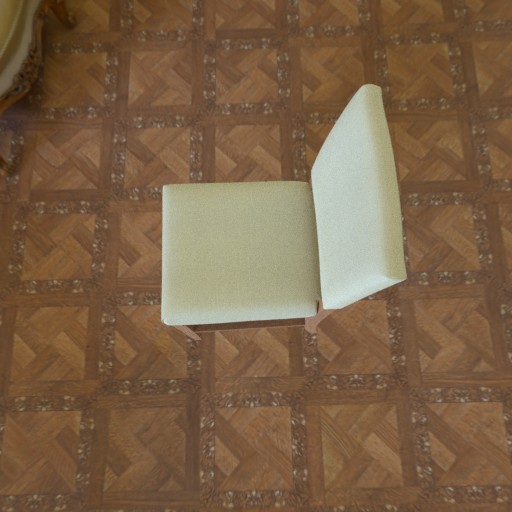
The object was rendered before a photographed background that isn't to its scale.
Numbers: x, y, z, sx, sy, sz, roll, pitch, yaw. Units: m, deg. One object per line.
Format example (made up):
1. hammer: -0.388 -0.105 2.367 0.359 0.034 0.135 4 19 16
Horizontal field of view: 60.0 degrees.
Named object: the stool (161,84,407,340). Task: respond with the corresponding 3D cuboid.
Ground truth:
1. stool: 0.000 0.000 1.457 0.584 1.168 0.445 -3 75 -1
